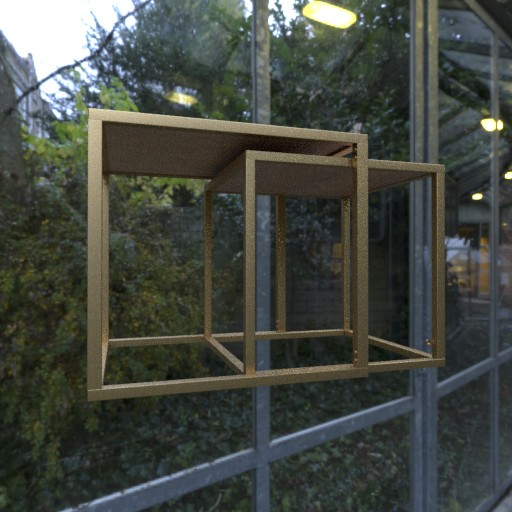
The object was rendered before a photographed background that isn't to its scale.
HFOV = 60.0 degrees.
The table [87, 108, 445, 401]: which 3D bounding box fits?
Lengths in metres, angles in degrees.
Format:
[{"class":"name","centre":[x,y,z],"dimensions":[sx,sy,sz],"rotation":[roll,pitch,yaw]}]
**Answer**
[{"class":"table","centre":[0.000,0.000,1.113],"dimensions":[0.762,0.505,0.505],"rotation":[0,0,-17]}]
